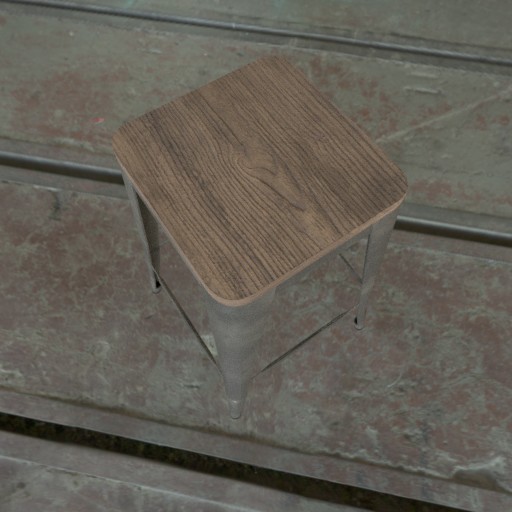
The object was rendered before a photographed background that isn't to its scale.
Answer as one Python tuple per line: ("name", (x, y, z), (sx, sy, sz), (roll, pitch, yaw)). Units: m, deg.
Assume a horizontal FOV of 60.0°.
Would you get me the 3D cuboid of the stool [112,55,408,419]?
("stool", (0.000, 0.000, 0.887), (0.407, 0.607, 0.407), (-32, 68, -14))
